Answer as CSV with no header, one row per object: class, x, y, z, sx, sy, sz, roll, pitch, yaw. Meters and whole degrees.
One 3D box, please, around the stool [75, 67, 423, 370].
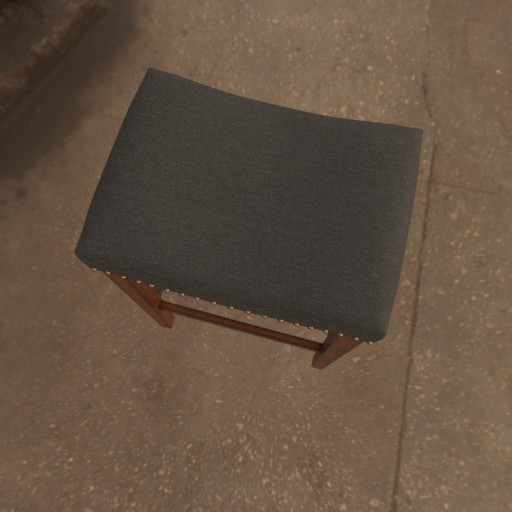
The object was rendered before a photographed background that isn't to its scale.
stool,0.000,0.000,1.024,0.502,0.760,0.366,14,74,4
